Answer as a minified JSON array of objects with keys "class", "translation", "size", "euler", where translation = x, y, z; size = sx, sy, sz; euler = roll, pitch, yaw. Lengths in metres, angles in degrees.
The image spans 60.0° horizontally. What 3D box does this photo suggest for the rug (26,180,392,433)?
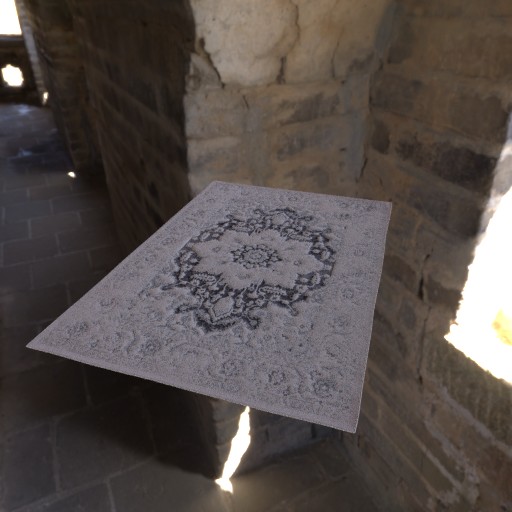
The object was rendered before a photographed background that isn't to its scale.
[{"class":"rug","translation":[0.000,0.000,2.230],"size":[1.223,0.008,1.813],"euler":[9,32,16]}]
